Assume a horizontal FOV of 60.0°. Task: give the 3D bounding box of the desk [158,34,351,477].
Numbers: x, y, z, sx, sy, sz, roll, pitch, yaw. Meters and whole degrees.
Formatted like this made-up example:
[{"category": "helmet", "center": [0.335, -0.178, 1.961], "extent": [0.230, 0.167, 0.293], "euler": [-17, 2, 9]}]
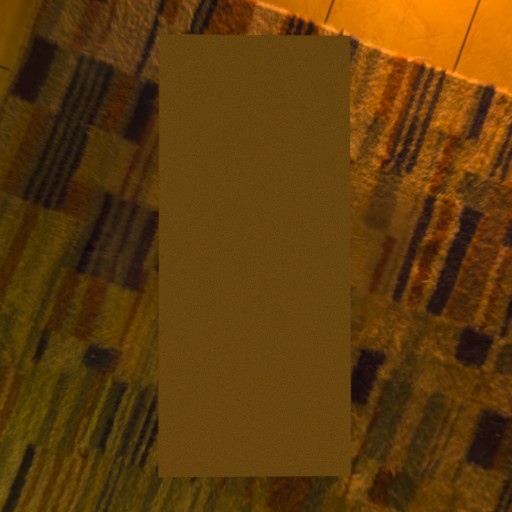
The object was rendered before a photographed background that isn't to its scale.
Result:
[{"category": "desk", "center": [0.000, 0.000, 1.700], "extent": [0.589, 0.762, 1.313], "euler": [0, 89, -1]}]
